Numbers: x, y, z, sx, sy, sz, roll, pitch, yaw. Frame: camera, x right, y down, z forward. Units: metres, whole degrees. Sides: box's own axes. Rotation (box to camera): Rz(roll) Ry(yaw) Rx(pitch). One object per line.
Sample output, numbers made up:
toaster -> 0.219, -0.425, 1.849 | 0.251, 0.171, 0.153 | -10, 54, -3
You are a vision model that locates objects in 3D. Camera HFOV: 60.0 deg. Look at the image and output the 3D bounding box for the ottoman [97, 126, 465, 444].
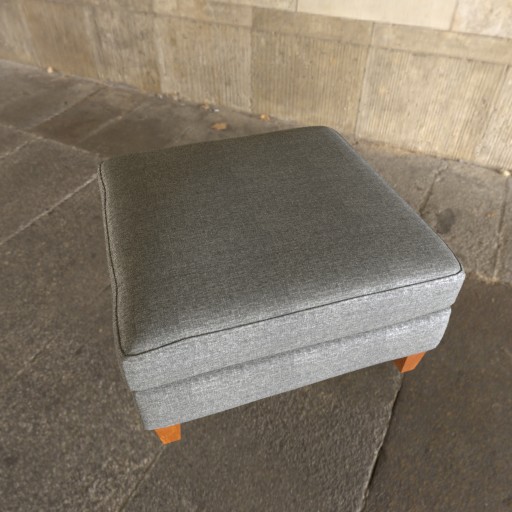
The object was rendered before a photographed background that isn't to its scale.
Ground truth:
ottoman -> 0.000, 0.000, 1.364 | 0.838, 0.481, 0.838 | -12, 44, -13
